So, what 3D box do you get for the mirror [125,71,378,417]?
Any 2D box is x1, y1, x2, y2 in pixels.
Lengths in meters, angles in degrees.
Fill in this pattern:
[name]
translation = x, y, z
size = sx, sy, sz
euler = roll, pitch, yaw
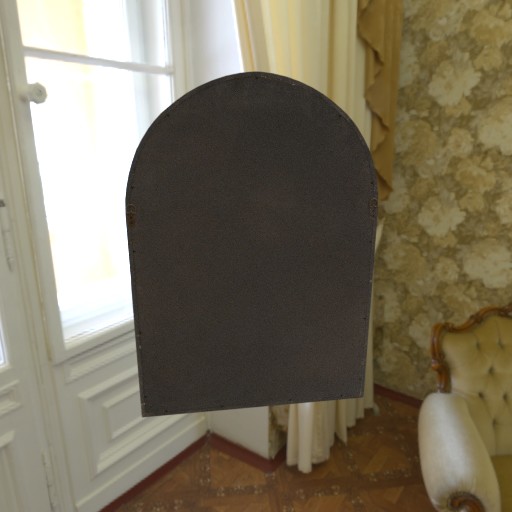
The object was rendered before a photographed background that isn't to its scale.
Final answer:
[mirror]
translation = 0.000, 0.000, 1.192
size = 0.660, 0.920, 0.032
euler = -2, 16, -8
